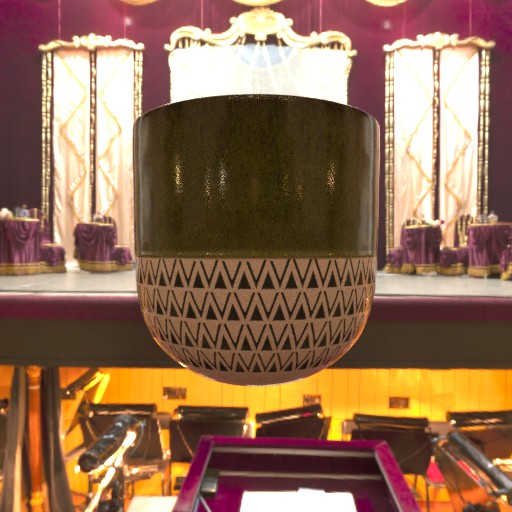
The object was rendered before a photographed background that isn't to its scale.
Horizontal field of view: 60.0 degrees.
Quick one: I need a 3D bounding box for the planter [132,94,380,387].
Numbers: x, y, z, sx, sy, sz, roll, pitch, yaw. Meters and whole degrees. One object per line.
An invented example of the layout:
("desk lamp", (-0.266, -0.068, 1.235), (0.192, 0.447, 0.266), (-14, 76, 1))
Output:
("planter", (0.000, 0.000, 0.496), (0.266, 0.270, 0.266), (0, 1, 0))
